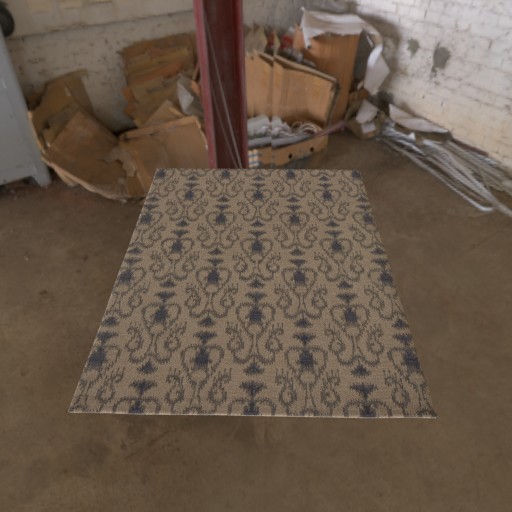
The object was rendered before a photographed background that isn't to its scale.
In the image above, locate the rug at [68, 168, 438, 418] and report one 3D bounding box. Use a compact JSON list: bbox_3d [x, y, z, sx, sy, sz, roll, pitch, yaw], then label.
[{"bbox_3d":[0.000,0.000,4.118,2.437,0.015,3.205,1,41,1],"label":"rug"}]
